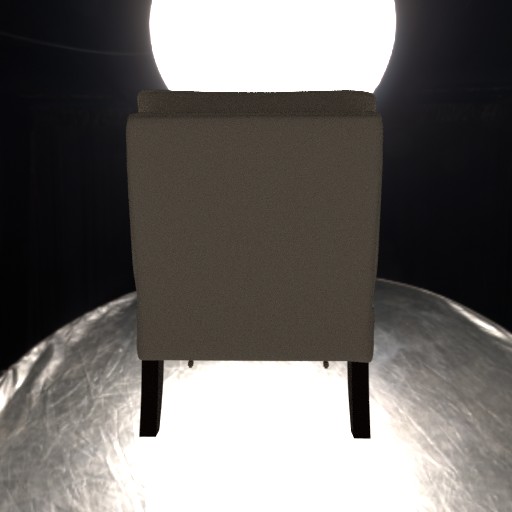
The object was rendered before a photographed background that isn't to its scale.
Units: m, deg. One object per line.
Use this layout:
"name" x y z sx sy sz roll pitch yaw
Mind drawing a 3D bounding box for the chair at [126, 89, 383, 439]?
"chair" 0.000 0.000 1.400 0.630 0.887 0.781 0 1 1
